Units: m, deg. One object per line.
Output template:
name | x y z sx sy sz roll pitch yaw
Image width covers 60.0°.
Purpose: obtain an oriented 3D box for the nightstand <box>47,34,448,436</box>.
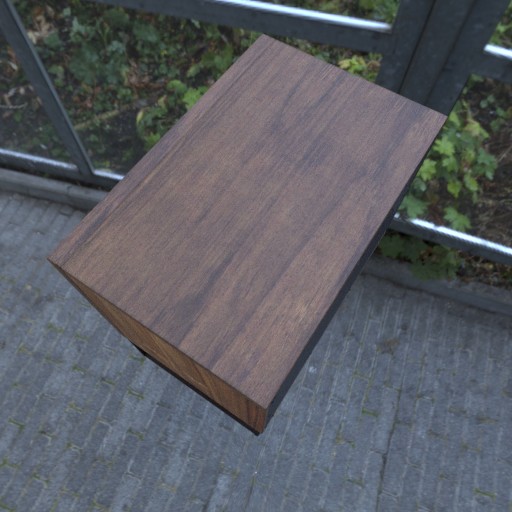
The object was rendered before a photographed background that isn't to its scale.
nightstand | 0.000 0.000 1.020 0.437 0.610 0.610 31 68 14
